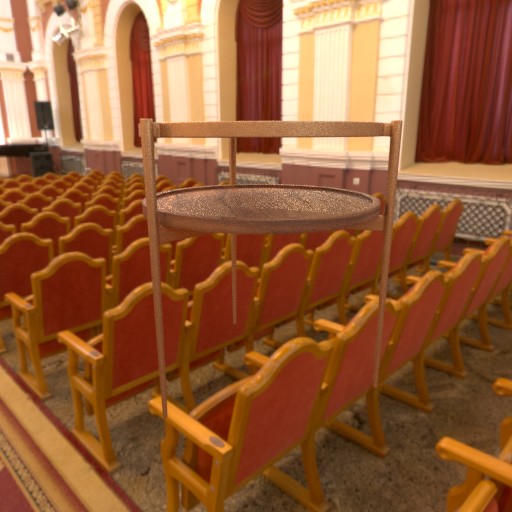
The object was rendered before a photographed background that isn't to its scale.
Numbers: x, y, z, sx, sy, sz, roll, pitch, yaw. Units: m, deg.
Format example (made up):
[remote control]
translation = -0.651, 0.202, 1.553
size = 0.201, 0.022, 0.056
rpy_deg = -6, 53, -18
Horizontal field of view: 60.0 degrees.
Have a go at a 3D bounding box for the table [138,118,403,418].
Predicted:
[table]
translation = 0.000, 0.000, 0.846
size = 0.456, 0.493, 0.430
rpy_deg = -15, 21, -42
